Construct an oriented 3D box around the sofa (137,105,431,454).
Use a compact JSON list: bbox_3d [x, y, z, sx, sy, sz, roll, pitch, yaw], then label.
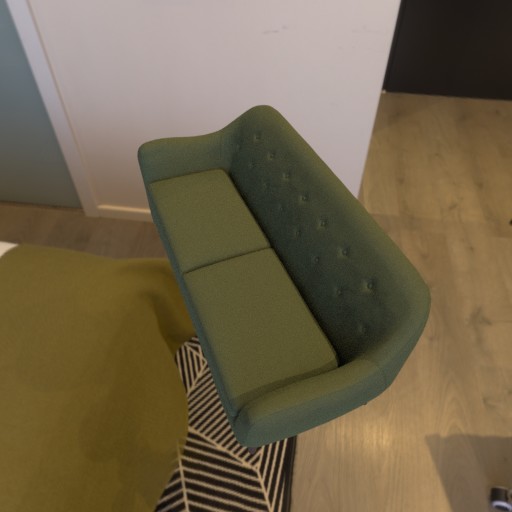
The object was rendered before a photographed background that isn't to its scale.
[{"bbox_3d":[0.000,0.000,2.282,0.820,0.836,1.840,-17,49,-15],"label":"sofa"}]
